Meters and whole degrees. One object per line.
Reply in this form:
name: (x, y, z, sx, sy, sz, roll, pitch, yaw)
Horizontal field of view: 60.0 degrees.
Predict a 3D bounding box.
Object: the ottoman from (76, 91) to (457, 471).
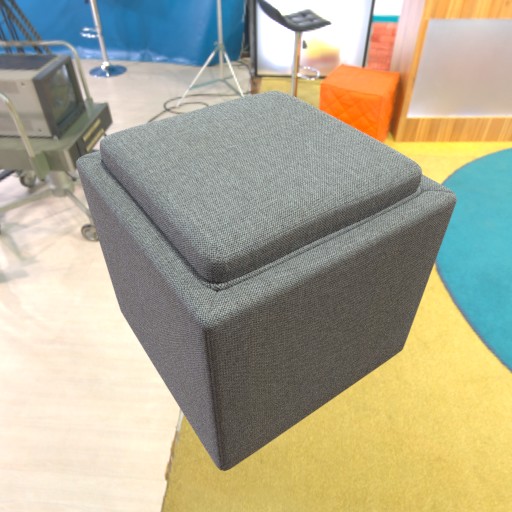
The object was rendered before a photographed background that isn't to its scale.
ottoman: (0.000, 0.000, 0.823, 0.450, 0.460, 0.450, -25, 47, -25)
